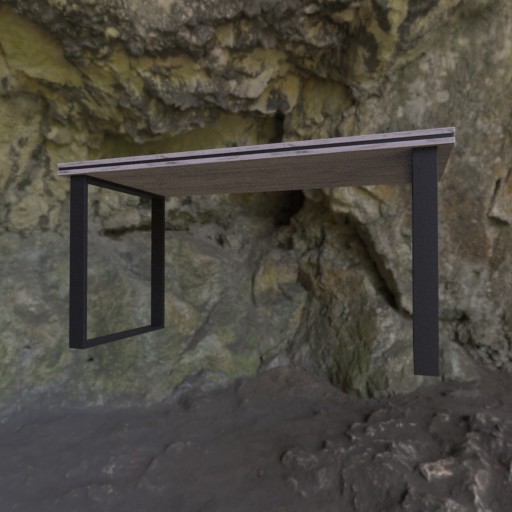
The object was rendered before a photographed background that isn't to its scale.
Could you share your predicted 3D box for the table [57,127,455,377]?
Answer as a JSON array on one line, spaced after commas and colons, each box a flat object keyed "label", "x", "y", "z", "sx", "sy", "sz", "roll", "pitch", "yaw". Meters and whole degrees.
[{"label": "table", "x": 0.000, "y": 0.000, "z": 2.241, "sx": 1.778, "sy": 0.899, "sz": 0.795, "roll": 0, "pitch": -1, "yaw": 19}]
